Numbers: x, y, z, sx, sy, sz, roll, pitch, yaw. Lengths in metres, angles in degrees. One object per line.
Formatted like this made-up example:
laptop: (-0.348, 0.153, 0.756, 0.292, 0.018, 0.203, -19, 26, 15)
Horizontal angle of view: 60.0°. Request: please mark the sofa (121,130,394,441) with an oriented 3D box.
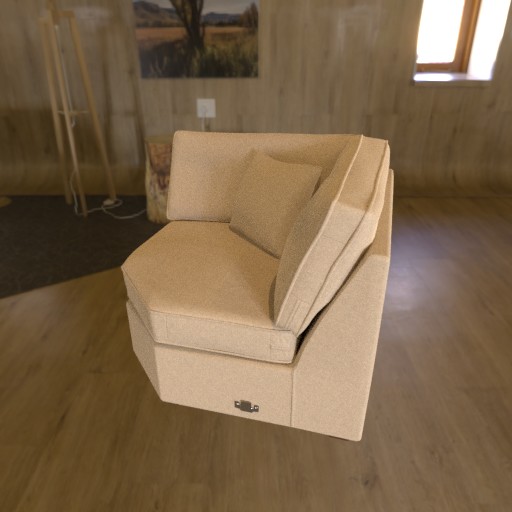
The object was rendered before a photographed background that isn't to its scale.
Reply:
sofa: (0.000, 0.000, 1.893, 1.050, 0.937, 1.042, 8, 28, 14)
